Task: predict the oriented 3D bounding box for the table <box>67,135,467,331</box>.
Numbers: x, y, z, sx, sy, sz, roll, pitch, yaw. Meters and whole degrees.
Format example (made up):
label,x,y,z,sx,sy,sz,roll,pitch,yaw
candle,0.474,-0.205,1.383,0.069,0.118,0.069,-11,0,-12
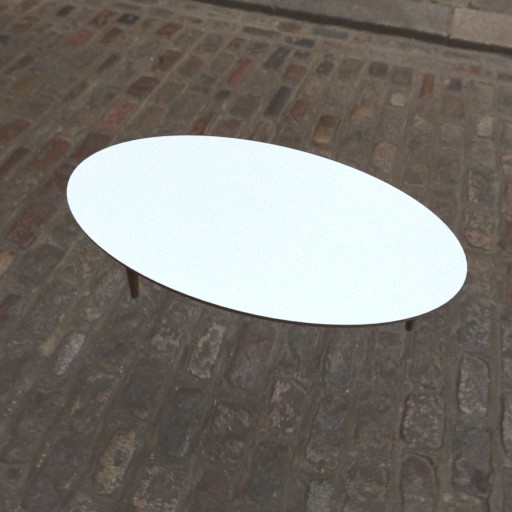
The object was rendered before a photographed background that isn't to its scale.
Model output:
label,x,y,z,sx,sy,sz,roll,pitch,yaw
table,0.000,0.000,1.336,1.083,0.390,0.542,15,59,9
